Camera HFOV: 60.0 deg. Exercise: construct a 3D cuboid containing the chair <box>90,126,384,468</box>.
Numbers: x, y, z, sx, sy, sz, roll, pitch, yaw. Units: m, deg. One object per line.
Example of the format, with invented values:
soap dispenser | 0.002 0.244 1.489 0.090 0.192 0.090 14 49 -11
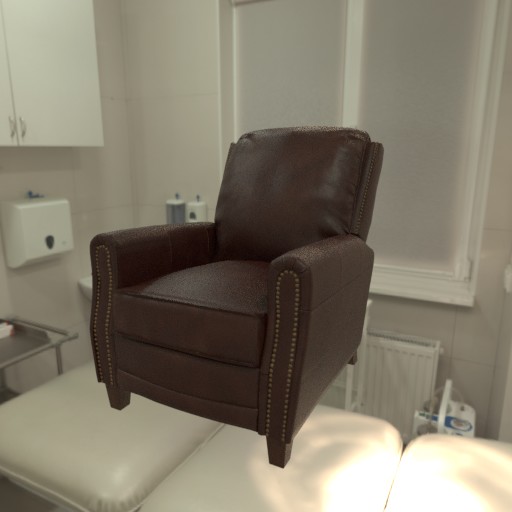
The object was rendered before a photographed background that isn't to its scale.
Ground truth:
chair | 0.000 0.000 1.767 0.826 1.022 1.089 7 15 27
